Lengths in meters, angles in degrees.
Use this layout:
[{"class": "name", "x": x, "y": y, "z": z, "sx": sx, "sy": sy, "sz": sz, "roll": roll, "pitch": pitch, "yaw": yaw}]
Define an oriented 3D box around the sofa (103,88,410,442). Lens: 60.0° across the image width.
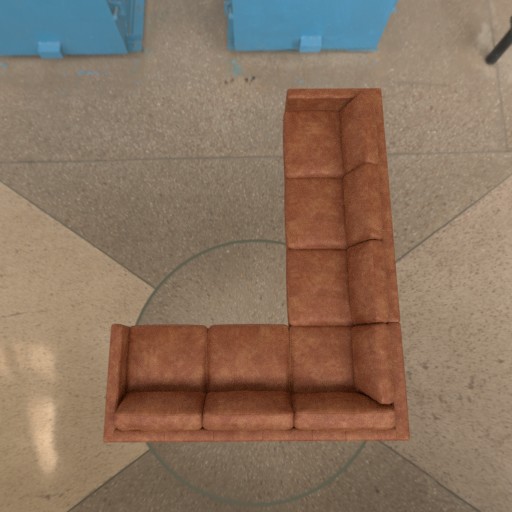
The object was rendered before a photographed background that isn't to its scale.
[{"class": "sofa", "x": 0.000, "y": 0.000, "z": 4.118, "sx": 2.438, "sy": 0.838, "sz": 3.167, "roll": 0, "pitch": 76, "yaw": 0}]
